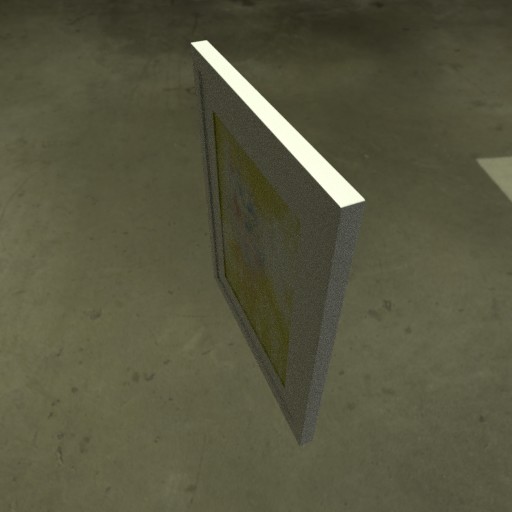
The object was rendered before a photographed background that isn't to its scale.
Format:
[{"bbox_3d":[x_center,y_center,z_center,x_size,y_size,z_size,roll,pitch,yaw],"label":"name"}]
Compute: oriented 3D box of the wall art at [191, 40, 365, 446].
[{"bbox_3d":[0.000,0.000,0.759,0.028,0.556,0.454,-17,48,-17],"label":"wall art"}]
